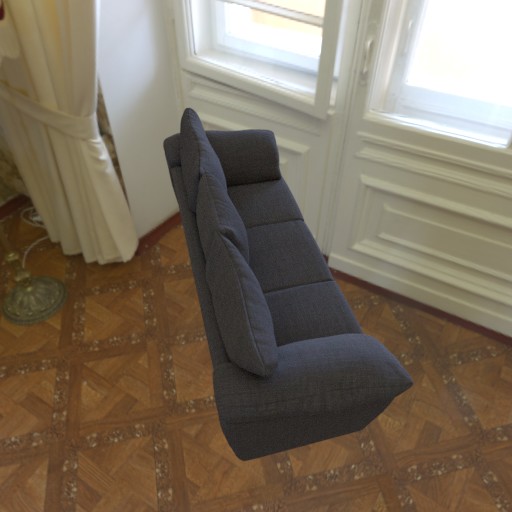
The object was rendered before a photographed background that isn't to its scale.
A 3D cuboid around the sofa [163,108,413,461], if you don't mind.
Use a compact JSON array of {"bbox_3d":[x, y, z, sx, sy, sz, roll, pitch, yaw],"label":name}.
[{"bbox_3d":[0.000,0.000,2.833,0.883,1.080,2.336,-10,47,-10],"label":"sofa"}]
